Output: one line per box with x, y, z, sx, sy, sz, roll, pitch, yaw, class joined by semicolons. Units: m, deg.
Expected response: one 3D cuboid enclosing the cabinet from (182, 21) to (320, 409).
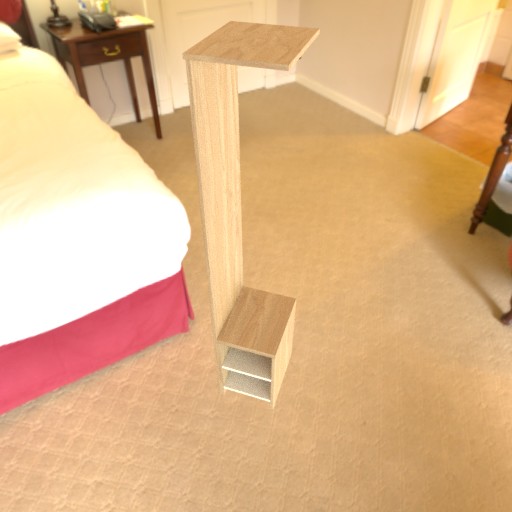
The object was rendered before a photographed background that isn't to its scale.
0.000;0.000;2.073;0.338;1.879;0.411;12;42;14;cabinet
